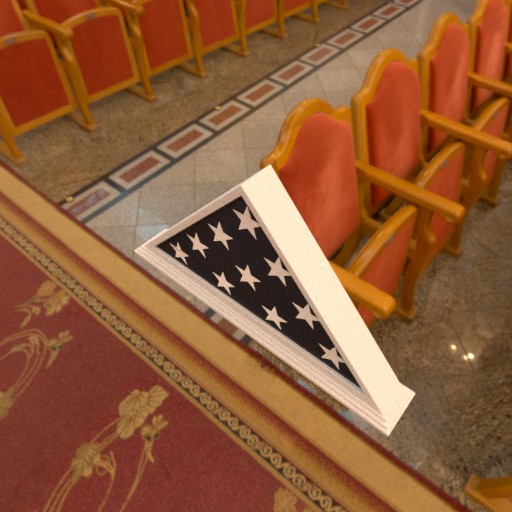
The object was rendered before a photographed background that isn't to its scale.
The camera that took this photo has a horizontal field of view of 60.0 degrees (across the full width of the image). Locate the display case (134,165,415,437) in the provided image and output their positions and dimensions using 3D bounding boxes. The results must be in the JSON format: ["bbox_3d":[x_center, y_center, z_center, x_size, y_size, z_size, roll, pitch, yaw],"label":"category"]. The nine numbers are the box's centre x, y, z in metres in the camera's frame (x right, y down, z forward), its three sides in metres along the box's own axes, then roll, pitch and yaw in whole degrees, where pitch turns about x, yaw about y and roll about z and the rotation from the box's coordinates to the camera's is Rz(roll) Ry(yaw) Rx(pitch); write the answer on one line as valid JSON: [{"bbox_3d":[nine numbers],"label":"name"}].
[{"bbox_3d":[0.000,0.000,0.761,0.640,0.340,0.095,32,54,26],"label":"display case"}]
